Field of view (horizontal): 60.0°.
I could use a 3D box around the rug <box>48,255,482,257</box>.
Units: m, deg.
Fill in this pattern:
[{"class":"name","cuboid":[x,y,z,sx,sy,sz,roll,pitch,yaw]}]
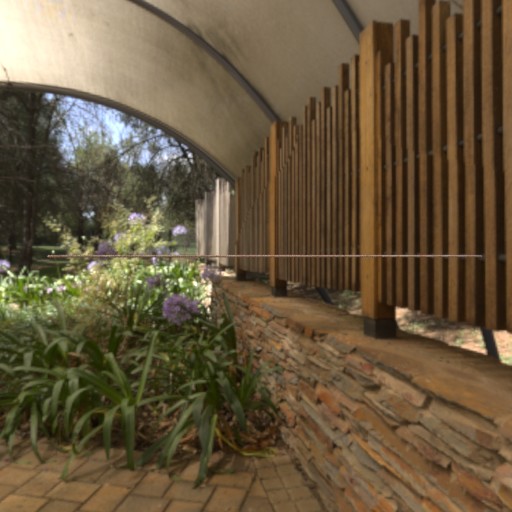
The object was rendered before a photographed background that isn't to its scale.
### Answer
[{"class":"rug","cuboid":[0.000,0.000,3.079,2.439,0.011,1.533,0,0,-17]}]
